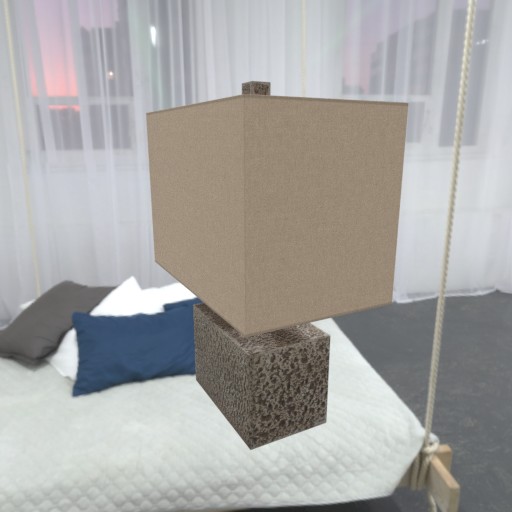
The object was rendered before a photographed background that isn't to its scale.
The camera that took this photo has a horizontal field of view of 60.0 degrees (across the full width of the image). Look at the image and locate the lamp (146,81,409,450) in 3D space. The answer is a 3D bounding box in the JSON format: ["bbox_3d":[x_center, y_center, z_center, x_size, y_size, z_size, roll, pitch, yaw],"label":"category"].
[{"bbox_3d":[0.000,0.000,0.560,0.180,0.411,0.294,-8,17,-27],"label":"lamp"}]
